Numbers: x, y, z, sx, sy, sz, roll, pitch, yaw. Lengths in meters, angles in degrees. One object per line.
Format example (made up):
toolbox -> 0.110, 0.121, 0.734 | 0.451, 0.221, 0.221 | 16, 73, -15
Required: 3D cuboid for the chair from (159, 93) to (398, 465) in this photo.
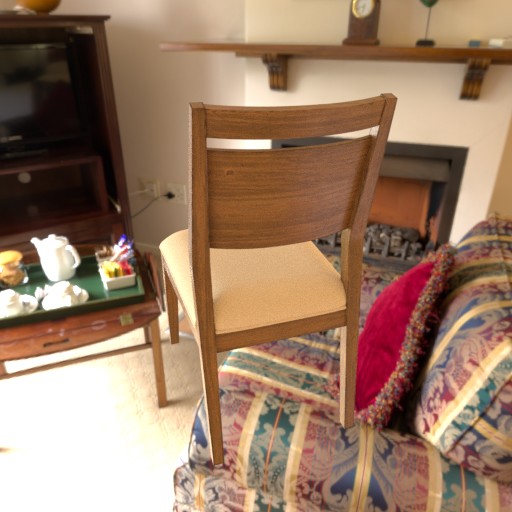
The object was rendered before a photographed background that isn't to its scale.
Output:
chair -> 0.000, 0.000, 1.289 | 0.497, 0.939, 0.610 | -9, 28, -16
